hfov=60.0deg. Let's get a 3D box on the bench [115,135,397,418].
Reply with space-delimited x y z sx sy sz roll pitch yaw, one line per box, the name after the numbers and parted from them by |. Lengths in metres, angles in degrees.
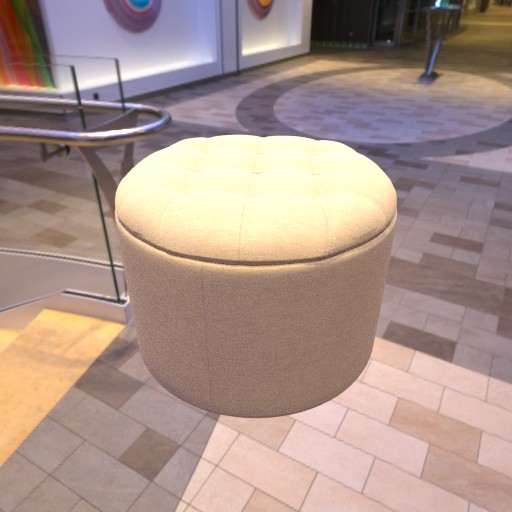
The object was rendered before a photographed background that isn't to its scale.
0.000 0.000 1.049 0.600 0.454 0.600 0 31 0 | bench
